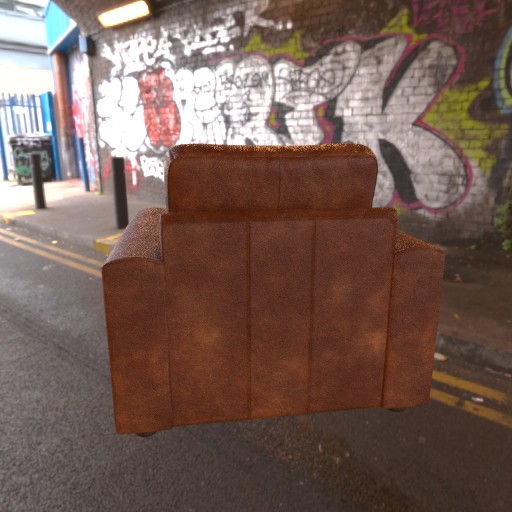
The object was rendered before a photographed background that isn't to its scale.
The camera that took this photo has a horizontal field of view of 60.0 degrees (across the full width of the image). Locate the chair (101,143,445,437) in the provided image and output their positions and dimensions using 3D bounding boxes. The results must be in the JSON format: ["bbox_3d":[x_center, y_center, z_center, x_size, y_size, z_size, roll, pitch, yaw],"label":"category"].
[{"bbox_3d":[0.000,0.000,1.764,1.005,0.873,1.016,-2,15,-9],"label":"chair"}]
